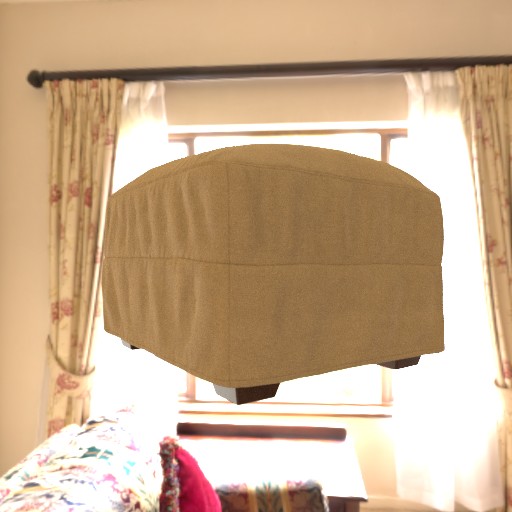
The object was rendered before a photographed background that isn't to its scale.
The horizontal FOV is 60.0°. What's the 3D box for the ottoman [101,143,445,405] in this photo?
[{"bbox_3d":[0.000,0.000,1.078,0.584,0.480,0.712,0,0,-34],"label":"ottoman"}]
